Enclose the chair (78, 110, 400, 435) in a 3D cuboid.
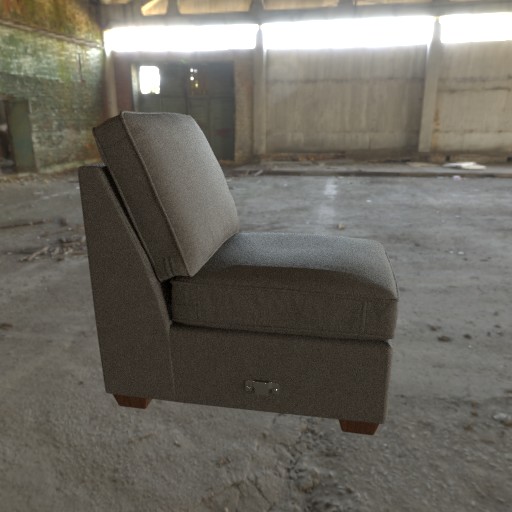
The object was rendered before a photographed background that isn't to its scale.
[{"bbox_3d":[0.000,0.000,1.564,0.938,0.970,0.621,3,17,10],"label":"chair"}]
